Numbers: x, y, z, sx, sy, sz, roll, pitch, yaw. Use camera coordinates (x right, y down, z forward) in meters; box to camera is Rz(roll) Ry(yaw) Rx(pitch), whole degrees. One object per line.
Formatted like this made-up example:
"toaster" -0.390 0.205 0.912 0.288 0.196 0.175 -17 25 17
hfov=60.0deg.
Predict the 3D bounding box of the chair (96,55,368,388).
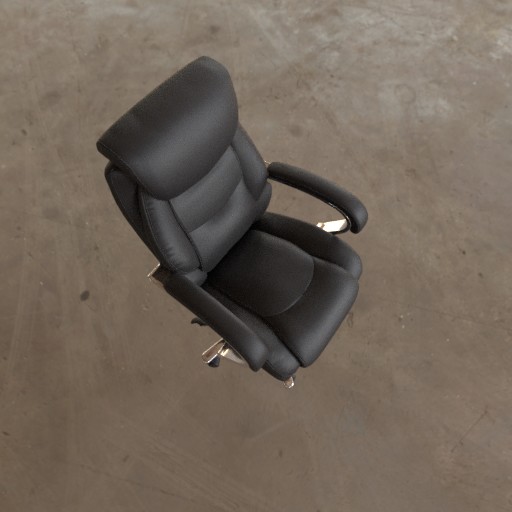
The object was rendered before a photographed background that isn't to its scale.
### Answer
"chair" 0.000 0.000 1.709 0.790 1.183 0.755 32 64 17
